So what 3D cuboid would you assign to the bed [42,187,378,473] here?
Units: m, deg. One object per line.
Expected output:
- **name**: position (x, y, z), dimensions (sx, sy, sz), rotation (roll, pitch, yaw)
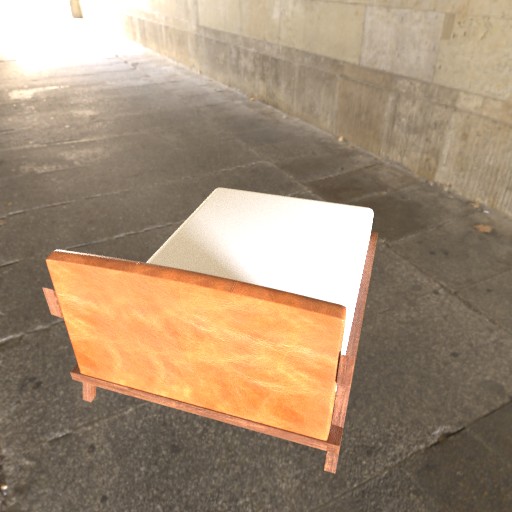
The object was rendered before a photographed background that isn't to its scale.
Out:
- **bed**: position (0.000, 0.000, 3.263), dimensions (1.651, 1.168, 2.311), rotation (10, 34, 15)
